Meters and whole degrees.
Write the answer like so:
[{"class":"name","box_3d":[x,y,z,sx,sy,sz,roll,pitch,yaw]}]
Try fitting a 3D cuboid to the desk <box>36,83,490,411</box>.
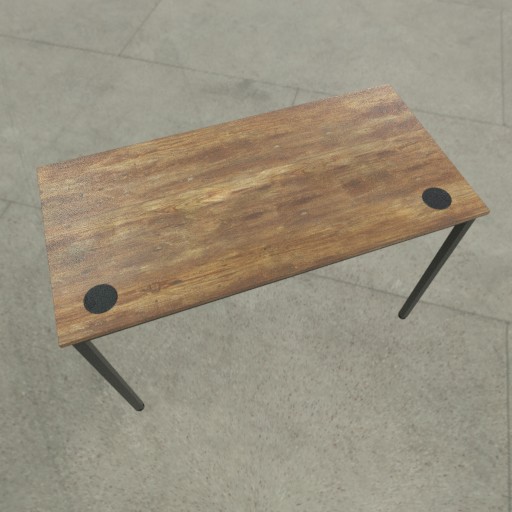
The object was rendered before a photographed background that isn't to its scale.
[{"class":"desk","box_3d":[0.000,0.000,1.615,1.200,0.749,0.600,-17,59,-10]}]
